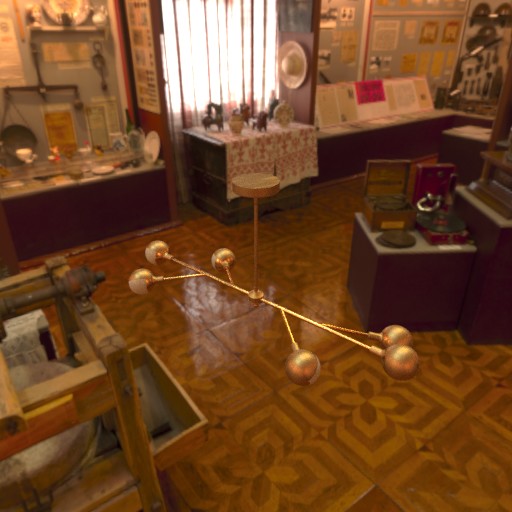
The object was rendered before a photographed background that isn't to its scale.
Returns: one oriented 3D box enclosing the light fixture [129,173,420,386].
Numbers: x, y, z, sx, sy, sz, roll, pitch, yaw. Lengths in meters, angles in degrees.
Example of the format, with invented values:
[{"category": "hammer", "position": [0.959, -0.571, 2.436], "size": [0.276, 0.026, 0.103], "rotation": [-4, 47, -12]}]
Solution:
[{"category": "light fixture", "position": [0.000, 0.000, 1.024], "size": [0.434, 0.362, 0.778], "rotation": [-18, 33, -30]}]
